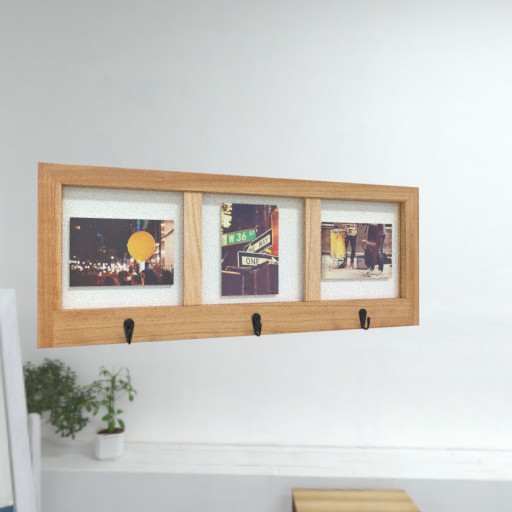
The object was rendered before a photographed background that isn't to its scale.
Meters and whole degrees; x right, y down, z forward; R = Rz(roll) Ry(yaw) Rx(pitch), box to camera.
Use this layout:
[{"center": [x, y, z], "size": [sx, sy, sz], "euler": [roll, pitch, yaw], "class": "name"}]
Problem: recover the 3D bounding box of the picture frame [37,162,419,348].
[{"center": [0.000, 0.000, 0.655], "size": [0.582, 0.234, 0.045], "euler": [0, 0, -19], "class": "picture frame"}]
